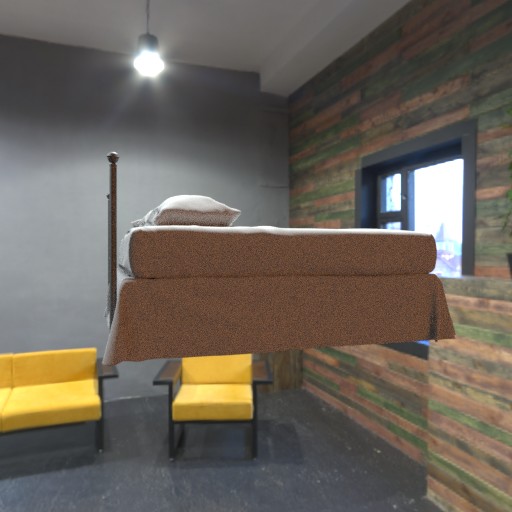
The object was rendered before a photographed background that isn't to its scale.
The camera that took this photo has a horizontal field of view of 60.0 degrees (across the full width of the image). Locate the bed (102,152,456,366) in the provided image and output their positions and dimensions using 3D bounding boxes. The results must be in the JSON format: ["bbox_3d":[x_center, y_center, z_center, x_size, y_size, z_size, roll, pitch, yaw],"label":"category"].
[{"bbox_3d":[0.000,0.000,3.391,2.215,1.080,1.936,0,0,-19],"label":"bed"}]
